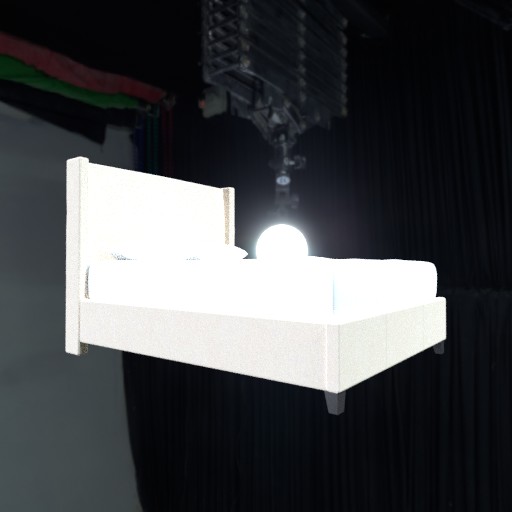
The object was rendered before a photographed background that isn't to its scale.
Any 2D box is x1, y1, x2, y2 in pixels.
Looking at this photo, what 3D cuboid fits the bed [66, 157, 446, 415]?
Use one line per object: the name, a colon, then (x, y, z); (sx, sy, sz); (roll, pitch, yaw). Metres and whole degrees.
bed: (0.000, 0.000, 3.379); (2.293, 1.471, 1.778); (-1, -1, 38)
